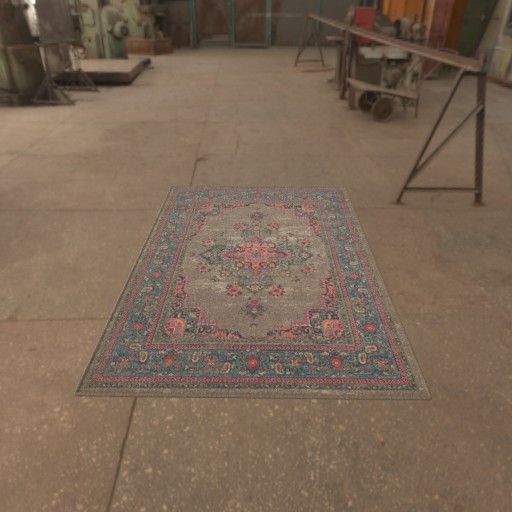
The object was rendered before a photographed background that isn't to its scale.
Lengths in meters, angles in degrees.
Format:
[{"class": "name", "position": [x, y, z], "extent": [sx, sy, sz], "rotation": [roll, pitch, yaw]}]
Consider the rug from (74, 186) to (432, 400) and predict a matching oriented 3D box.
[{"class": "rug", "position": [0.000, 0.000, 2.152], "extent": [1.144, 0.014, 1.748], "rotation": [0, 31, 1]}]
